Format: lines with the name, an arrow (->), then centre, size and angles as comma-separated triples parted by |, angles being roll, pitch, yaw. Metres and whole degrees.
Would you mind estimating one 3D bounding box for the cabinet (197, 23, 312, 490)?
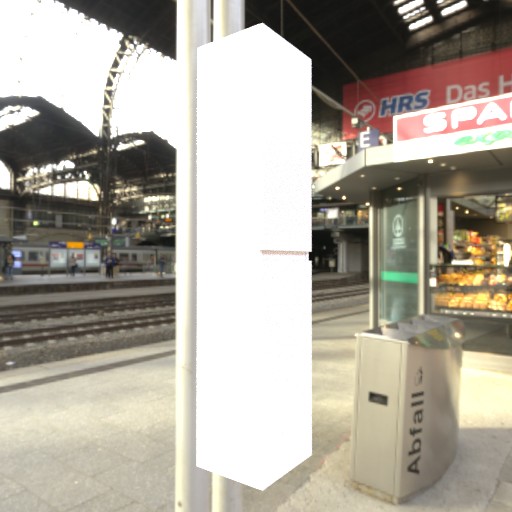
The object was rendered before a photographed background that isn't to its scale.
cabinet -> 0.000, 0.000, 1.527 | 0.269, 1.400, 0.300 | -1, -1, 36
